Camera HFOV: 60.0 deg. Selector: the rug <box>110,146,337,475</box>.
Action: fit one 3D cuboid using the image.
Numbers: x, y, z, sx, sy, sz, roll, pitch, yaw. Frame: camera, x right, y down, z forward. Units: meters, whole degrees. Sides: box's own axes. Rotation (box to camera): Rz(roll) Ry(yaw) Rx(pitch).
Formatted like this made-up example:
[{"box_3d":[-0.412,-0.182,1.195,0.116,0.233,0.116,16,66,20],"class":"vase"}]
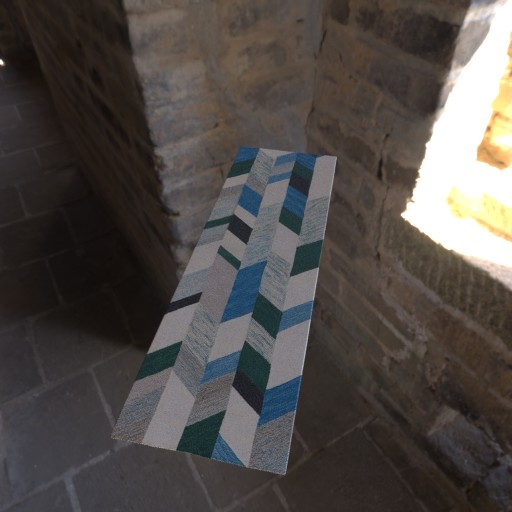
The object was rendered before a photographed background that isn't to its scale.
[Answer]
[{"box_3d":[0.000,0.000,2.696,0.774,0.008,2.437,9,45,9],"class":"rug"}]
